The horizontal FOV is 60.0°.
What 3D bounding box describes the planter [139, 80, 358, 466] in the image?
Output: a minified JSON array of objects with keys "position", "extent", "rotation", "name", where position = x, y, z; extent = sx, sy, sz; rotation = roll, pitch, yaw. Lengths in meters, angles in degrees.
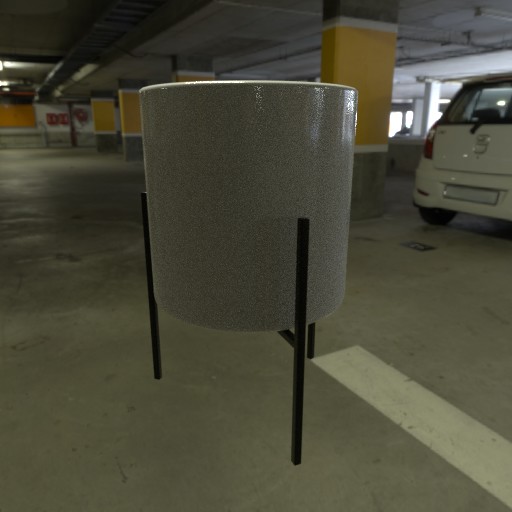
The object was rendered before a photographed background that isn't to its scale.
[{"position":[0.000,0.000,0.509],"extent":[0.239,0.356,0.239],"rotation":[15,22,42],"name":"planter"}]
